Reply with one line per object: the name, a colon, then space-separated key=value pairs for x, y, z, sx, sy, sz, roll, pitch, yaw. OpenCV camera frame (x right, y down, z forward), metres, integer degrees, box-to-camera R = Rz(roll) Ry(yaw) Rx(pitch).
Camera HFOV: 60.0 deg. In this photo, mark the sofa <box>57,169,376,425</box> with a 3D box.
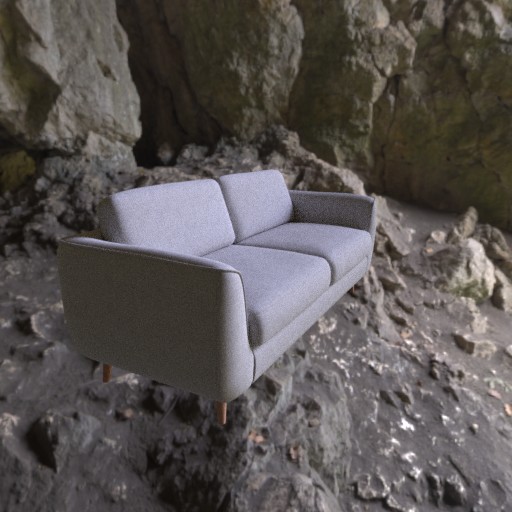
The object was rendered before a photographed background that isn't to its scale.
sofa: x=0.000 y=0.000 z=2.470 sx=0.920 sy=0.850 sz=2.000 roll=8 pitch=17 yaw=28
